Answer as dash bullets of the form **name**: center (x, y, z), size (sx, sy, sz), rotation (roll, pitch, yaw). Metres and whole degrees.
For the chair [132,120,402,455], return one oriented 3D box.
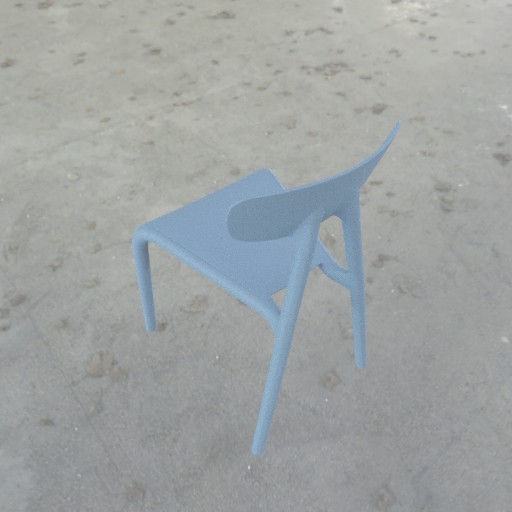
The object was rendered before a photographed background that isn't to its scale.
- **chair**: center (0.000, 0.000, 0.815), size (0.356, 0.580, 0.401), rotation (-30, 53, -26)
